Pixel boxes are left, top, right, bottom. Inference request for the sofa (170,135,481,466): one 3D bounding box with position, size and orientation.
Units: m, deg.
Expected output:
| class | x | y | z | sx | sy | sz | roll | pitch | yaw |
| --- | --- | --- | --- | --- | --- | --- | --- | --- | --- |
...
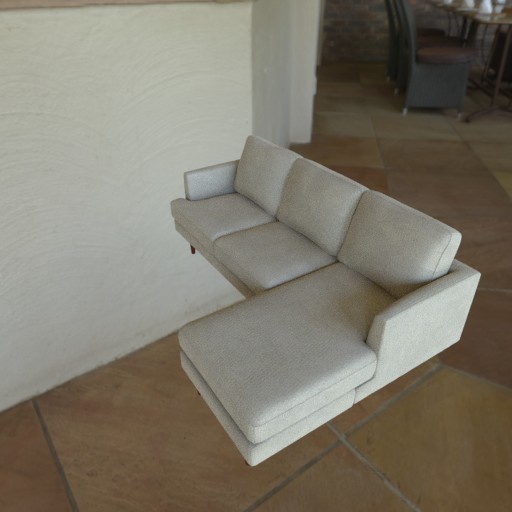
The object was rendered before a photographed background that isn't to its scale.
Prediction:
| class | x | y | z | sx | sy | sz | roll | pitch | yaw |
| --- | --- | --- | --- | --- | --- | --- | --- | --- | --- |
| sofa | 0.000 | 0.000 | 2.972 | 1.504 | 0.956 | 2.233 | -19 | 37 | -27 |
